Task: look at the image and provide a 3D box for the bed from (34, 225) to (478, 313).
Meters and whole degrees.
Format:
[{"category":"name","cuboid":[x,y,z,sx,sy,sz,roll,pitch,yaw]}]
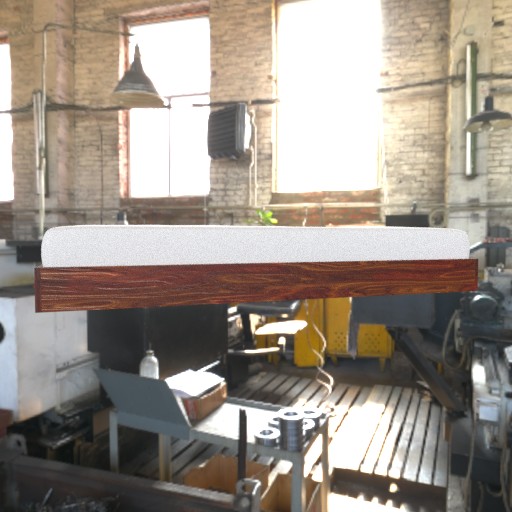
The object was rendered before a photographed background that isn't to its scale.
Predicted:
[{"category":"bed","cuboid":[0.000,0.000,2.204,1.860,0.312,0.940,-1,3,-19]}]
